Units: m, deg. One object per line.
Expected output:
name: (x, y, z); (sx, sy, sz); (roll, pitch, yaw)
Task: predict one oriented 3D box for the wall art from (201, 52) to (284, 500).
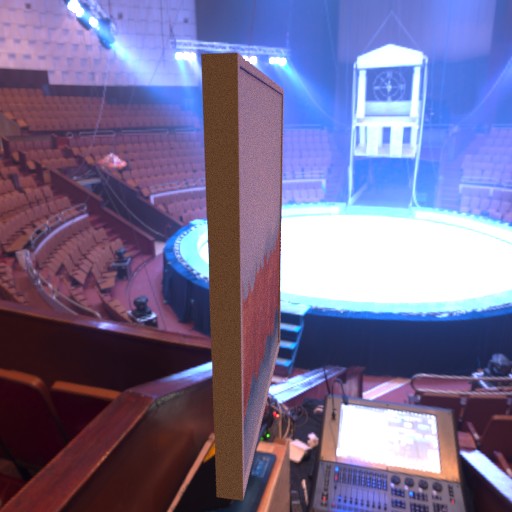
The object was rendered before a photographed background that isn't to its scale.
wall art: (0.000, 0.000, 0.735); (0.039, 0.553, 0.451); (3, 16, 9)
